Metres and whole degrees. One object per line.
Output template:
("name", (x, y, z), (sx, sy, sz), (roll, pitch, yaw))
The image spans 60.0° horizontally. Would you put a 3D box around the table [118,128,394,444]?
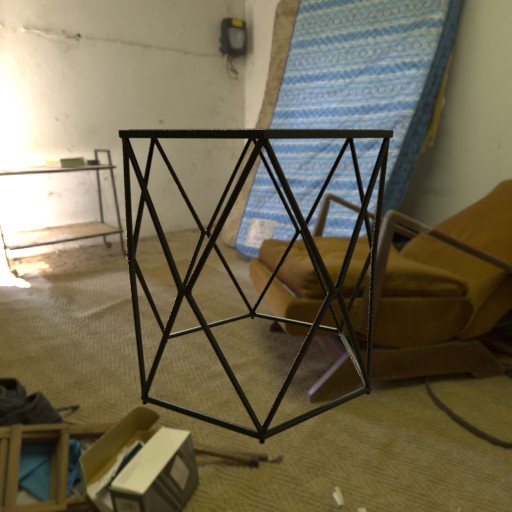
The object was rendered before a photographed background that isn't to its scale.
("table", (0.000, 0.000, 1.031), (0.578, 0.564, 0.579), (8, 17, 26))
